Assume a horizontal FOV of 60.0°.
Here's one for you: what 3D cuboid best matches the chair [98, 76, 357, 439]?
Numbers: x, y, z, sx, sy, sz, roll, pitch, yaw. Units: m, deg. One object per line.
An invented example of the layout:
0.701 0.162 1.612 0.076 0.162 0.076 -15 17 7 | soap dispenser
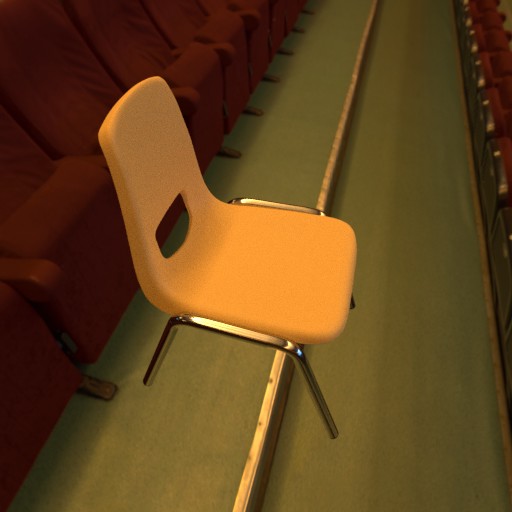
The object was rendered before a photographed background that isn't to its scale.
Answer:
0.000 0.000 0.822 0.423 0.586 0.354 11 46 10 | chair
